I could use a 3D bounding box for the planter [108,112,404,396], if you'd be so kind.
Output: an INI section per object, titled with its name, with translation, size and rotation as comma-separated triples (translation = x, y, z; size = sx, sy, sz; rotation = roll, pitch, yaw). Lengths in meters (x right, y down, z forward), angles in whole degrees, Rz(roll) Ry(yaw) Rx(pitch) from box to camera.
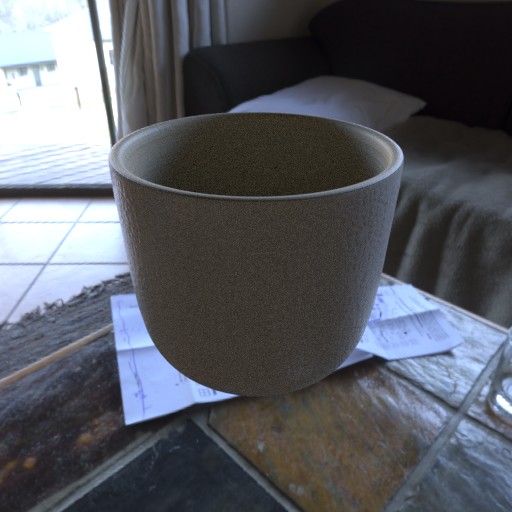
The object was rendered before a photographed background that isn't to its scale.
[planter]
translation = 0.000, 0.000, 0.371
size = 0.208, 0.190, 0.208
rotation = 0, 30, 0
